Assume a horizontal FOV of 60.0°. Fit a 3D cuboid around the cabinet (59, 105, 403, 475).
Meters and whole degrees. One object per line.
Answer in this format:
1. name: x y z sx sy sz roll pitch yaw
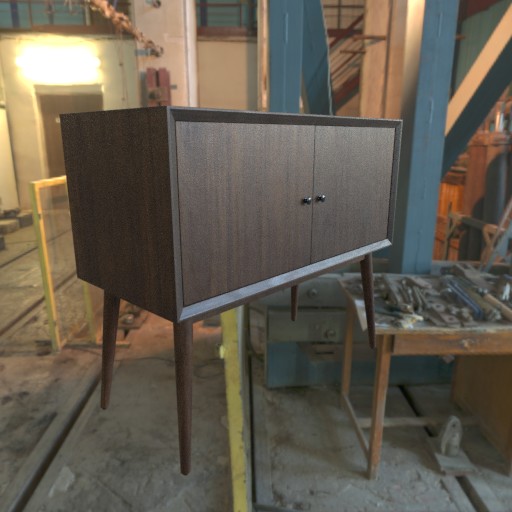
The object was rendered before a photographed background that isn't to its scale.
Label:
1. cabinet: 0.000 0.000 1.094 0.354 0.654 0.743 14 20 41
